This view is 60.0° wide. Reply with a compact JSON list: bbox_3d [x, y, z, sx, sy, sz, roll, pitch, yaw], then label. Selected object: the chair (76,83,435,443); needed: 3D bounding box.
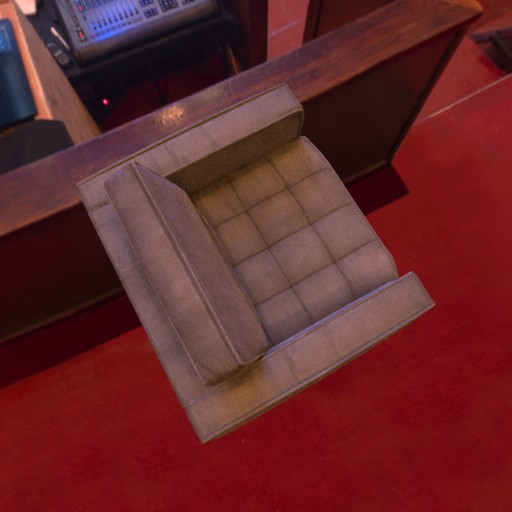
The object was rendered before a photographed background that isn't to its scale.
[{"bbox_3d":[0.000,0.000,1.540,0.843,0.773,0.928,-28,76,-8],"label":"chair"}]
